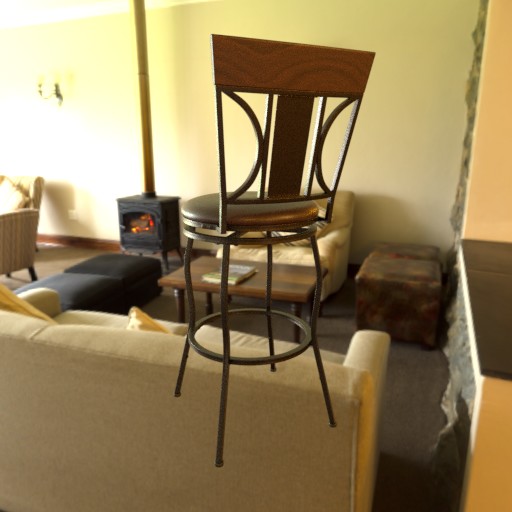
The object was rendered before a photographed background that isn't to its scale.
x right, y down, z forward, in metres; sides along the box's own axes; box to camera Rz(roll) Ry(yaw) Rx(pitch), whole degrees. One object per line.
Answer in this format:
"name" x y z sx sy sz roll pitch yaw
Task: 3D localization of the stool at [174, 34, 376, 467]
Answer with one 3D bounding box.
"stool" 0.000 0.000 1.375 0.448 1.130 0.513 -7 16 -26
